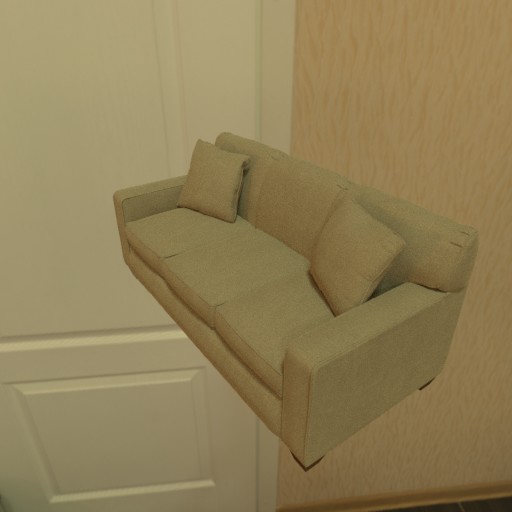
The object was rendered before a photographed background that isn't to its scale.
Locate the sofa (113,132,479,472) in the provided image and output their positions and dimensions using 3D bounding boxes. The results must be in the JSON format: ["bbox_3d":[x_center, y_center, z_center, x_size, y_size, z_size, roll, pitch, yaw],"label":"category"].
[{"bbox_3d":[0.000,0.000,2.557,0.997,0.958,2.024,-20,36,-30],"label":"sofa"}]
